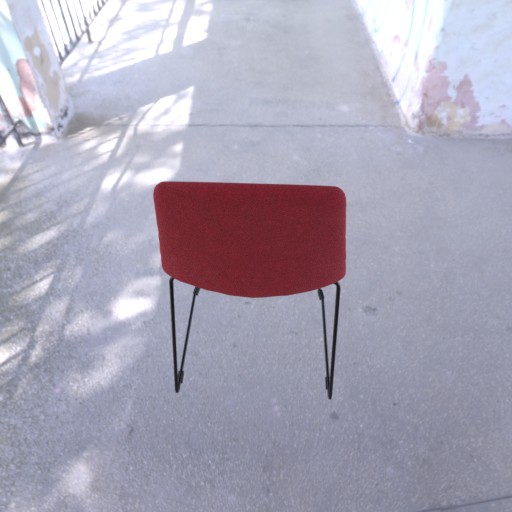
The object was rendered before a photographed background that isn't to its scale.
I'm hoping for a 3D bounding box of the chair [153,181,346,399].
[{"bbox_3d":[0.000,0.000,1.167,0.479,0.858,0.518,2,47,2],"label":"chair"}]
